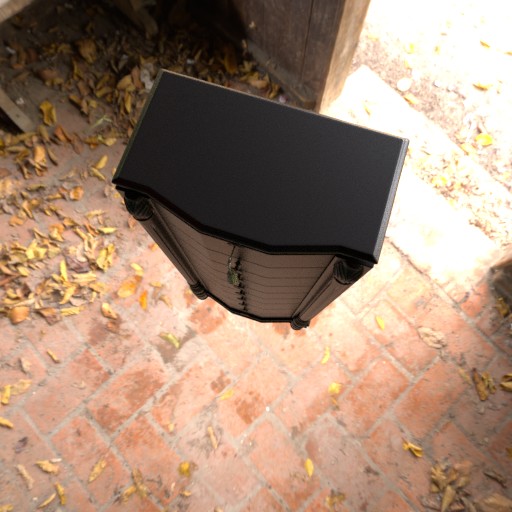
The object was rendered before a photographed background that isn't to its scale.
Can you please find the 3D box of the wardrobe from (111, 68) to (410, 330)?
[{"bbox_3d":[0.000,0.000,1.175,0.444,1.011,0.295,17,77,4],"label":"wardrobe"}]
